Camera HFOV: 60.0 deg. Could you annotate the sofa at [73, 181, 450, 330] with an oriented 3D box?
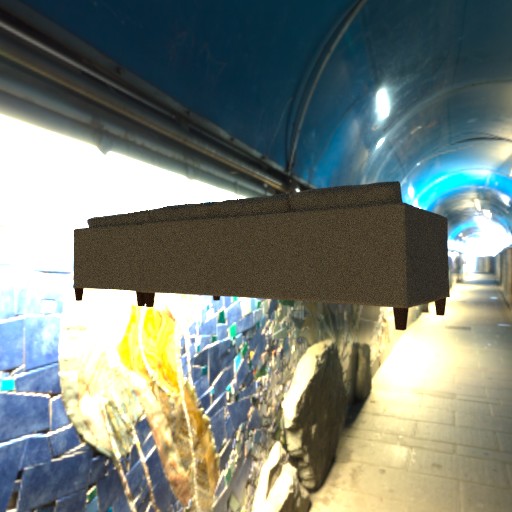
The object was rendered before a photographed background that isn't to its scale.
[{"bbox_3d":[0.000,0.000,3.928,3.186,0.846,1.625,-1,-1,37],"label":"sofa"}]
